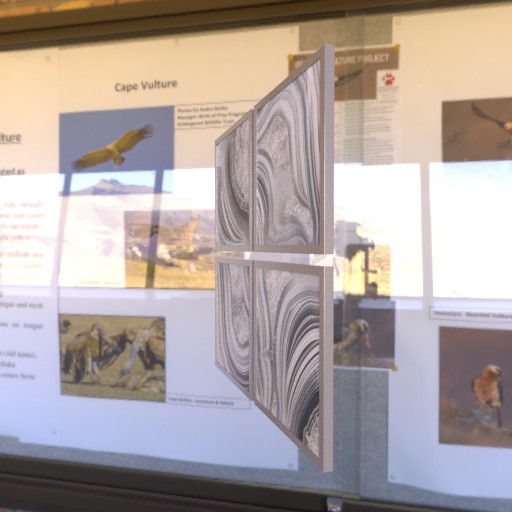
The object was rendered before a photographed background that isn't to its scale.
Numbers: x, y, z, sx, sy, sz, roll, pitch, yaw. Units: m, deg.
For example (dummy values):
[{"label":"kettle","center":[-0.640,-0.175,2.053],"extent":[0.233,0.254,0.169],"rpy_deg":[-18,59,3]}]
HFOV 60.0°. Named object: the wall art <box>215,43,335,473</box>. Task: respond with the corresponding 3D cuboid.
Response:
[{"label":"wall art","center":[0.000,0.000,1.685],"extent":[0.029,1.118,1.118],"rpy_deg":[0,1,-20]}]
